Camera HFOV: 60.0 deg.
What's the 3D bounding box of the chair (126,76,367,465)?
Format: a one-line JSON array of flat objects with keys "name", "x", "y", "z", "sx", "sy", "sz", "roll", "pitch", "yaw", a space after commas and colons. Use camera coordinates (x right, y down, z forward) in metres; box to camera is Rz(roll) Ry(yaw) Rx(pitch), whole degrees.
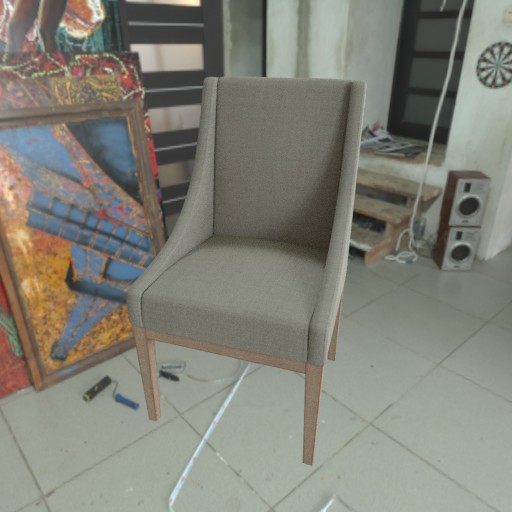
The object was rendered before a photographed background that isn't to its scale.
[{"name": "chair", "x": 0.000, "y": 0.000, "z": 1.407, "sx": 0.575, "sy": 1.021, "sz": 0.611, "roll": 8, "pitch": 27, "yaw": 17}]
